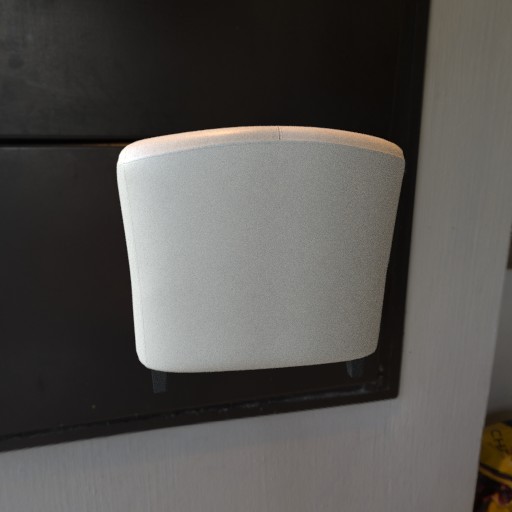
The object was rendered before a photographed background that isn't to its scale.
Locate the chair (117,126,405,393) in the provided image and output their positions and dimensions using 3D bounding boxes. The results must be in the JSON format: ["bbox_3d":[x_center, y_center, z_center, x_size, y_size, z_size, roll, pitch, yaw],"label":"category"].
[{"bbox_3d":[0.000,0.000,1.391,0.792,0.756,0.727,-2,14,-8],"label":"chair"}]
